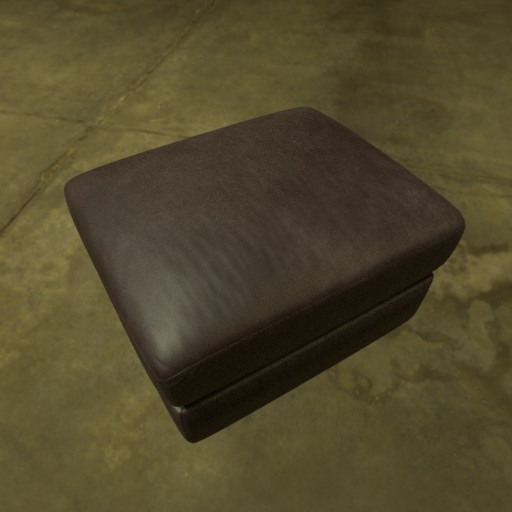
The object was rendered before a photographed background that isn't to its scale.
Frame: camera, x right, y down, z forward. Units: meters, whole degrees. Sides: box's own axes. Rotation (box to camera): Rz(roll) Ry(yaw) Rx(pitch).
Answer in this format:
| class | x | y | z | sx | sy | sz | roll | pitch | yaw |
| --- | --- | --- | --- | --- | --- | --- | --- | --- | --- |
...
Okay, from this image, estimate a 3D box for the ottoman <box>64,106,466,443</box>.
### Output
| class | x | y | z | sx | sy | sz | roll | pitch | yaw |
| --- | --- | --- | --- | --- | --- | --- | --- | --- | --- |
| ottoman | 0.000 | 0.000 | 1.228 | 0.806 | 0.569 | 0.670 | -24 | 50 | -21 |
